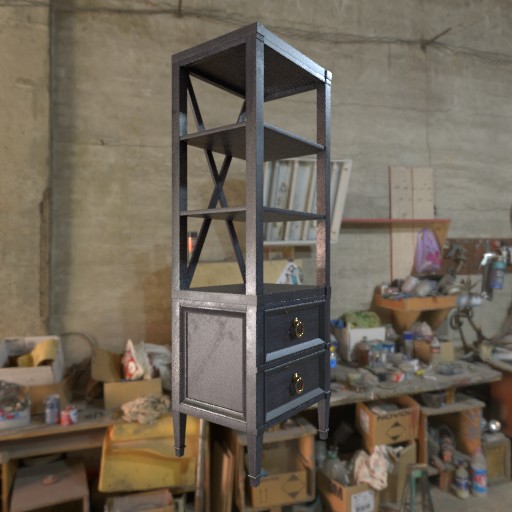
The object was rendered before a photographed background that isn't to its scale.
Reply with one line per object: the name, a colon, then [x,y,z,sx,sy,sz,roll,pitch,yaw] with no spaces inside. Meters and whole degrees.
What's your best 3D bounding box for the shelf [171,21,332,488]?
shelf: [0.000,0.000,2.002,0.472,1.727,0.584,0,0,37]
